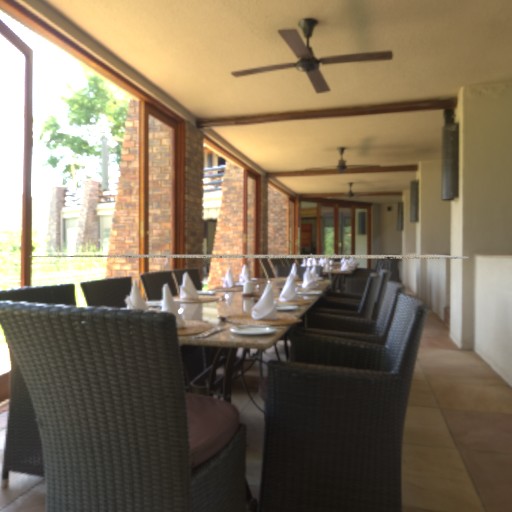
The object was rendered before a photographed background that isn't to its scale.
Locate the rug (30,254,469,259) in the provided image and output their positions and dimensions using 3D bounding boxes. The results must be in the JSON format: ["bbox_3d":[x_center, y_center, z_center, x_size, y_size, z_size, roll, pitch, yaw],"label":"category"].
[{"bbox_3d":[0.000,0.000,2.479,2.006,0.008,1.196,0,0,18],"label":"rug"}]
